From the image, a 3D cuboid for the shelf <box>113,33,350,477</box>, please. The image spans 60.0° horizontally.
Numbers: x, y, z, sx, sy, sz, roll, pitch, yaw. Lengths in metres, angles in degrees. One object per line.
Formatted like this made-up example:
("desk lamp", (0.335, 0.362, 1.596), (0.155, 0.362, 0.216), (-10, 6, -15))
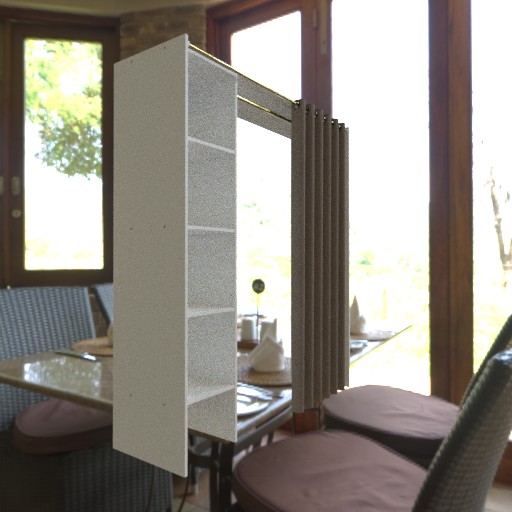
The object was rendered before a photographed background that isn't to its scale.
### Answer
("shelf", (0.000, 0.000, 2.592), (0.500, 1.820, 1.600), (0, -1, 36))
